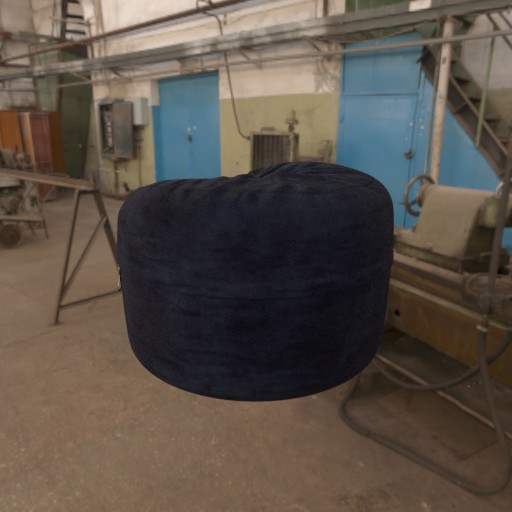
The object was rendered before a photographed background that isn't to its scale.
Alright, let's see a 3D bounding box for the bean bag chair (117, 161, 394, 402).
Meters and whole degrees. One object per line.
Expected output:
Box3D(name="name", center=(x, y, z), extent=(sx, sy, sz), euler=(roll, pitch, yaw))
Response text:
Box3D(name="bean bag chair", center=(0.000, 0.000, 1.545), extent=(0.918, 0.616, 0.918), euler=(0, 17, 0))
